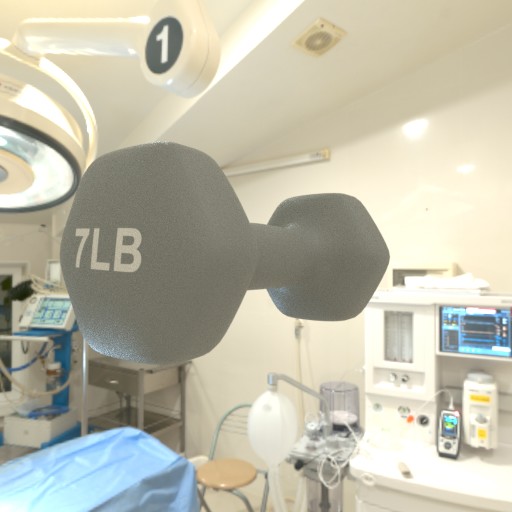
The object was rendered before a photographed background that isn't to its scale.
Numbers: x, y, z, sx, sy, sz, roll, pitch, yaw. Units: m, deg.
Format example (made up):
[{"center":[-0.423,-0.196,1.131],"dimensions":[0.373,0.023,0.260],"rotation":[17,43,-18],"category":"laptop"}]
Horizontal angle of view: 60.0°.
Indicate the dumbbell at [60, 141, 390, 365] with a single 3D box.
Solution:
[{"center":[0.000,0.000,0.230],"dimensions":[0.090,0.081,0.184],"rotation":[-1,-1,36],"category":"dumbbell"}]
